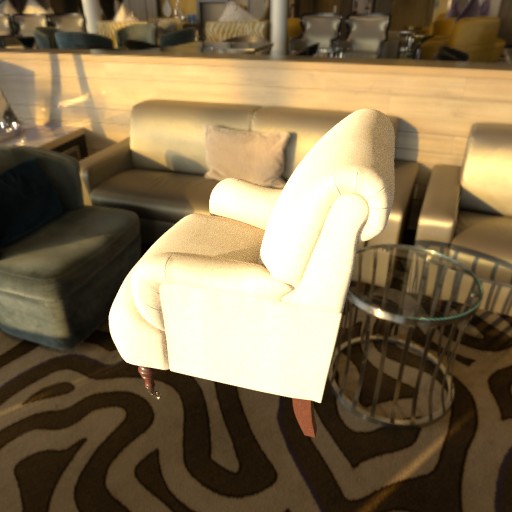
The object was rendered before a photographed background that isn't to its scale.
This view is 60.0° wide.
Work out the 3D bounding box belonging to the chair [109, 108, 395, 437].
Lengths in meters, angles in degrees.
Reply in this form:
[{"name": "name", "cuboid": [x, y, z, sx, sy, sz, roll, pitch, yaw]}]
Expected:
[{"name": "chair", "cuboid": [0.000, 0.000, 1.579, 0.842, 0.944, 0.766, 8, 31, 13]}]
